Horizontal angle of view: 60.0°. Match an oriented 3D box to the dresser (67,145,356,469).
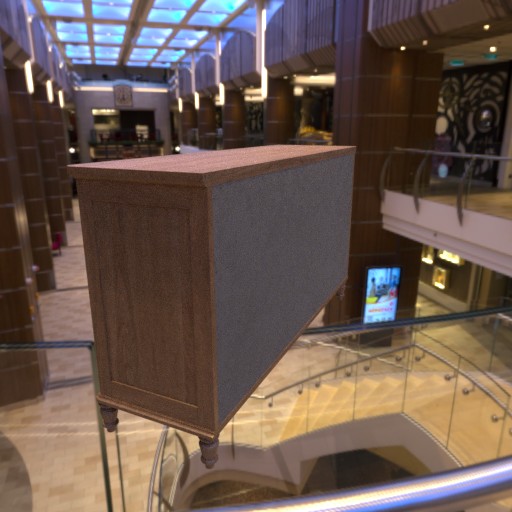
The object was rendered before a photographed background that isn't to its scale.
[{"bbox_3d":[0.000,0.000,1.966,0.468,0.892,1.583,8,18,24],"label":"dresser"}]
